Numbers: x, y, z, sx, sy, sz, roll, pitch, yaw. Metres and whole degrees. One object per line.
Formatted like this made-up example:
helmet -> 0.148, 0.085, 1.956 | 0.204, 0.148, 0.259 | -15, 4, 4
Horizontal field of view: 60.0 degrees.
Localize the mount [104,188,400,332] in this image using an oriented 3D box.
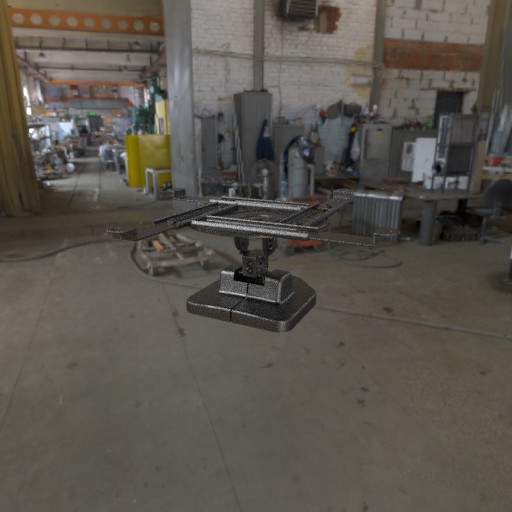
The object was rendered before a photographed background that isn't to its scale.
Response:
mount -> 0.000, 0.000, 0.610 | 0.394, 0.141, 0.394 | 8, 19, 25
